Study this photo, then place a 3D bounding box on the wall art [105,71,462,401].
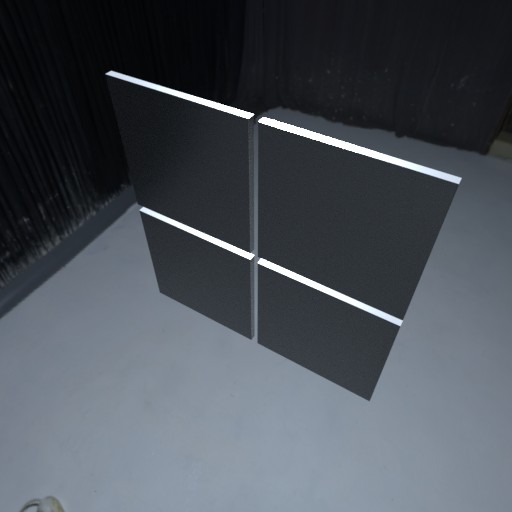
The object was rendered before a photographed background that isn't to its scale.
[{"bbox_3d":[0.000,0.000,1.643,1.118,1.118,0.029,24,51,21],"label":"wall art"}]
